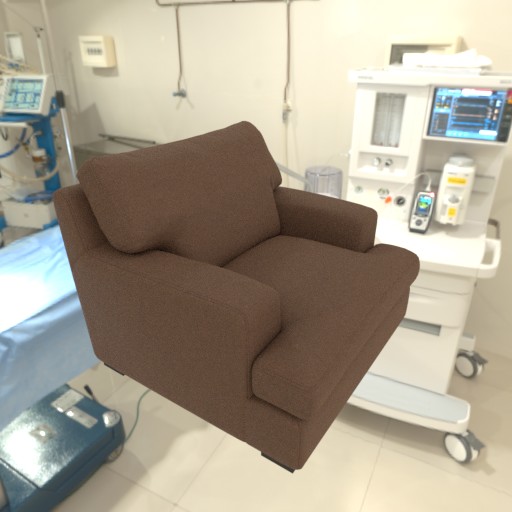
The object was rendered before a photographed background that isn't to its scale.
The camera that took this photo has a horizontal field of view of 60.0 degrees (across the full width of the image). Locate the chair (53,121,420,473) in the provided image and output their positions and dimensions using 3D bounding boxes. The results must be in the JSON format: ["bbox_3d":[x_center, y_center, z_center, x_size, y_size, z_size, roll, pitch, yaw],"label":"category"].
[{"bbox_3d":[0.000,0.000,1.924,1.143,0.940,1.168,17,31,30],"label":"chair"}]
